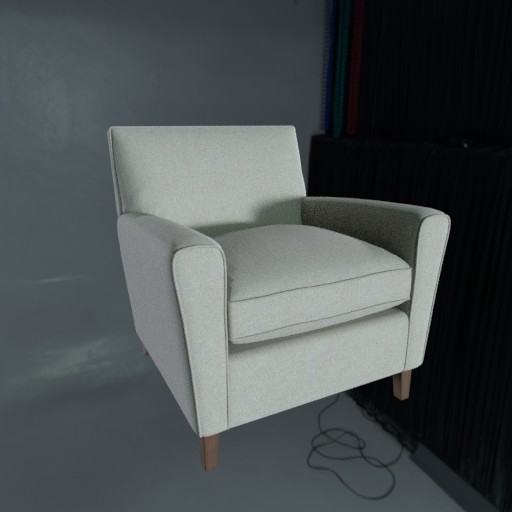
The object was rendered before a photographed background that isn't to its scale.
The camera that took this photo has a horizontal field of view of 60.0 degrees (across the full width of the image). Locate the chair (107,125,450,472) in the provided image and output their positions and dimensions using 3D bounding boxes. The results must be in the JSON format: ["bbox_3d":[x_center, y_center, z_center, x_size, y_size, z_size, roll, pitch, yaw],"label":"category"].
[{"bbox_3d":[0.000,0.000,1.513,0.840,0.846,0.871,-8,19,-26],"label":"chair"}]
